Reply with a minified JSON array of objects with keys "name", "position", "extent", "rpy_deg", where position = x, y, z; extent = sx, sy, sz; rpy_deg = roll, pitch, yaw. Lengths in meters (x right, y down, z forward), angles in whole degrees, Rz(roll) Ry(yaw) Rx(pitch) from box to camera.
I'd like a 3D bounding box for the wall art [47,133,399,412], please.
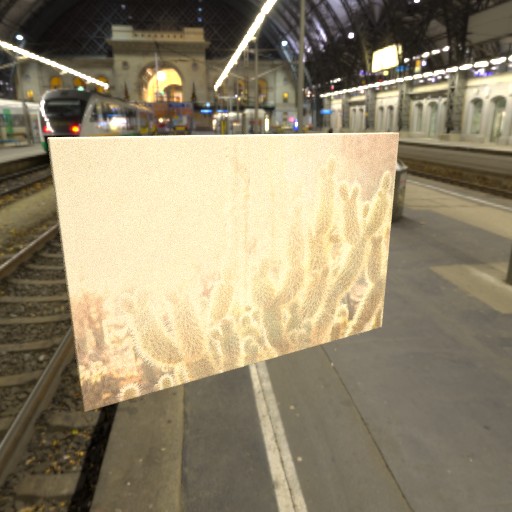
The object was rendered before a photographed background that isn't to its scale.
[{"name":"wall art","position":[0.000,0.000,1.438],"extent":[1.142,0.758,0.041],"rpy_deg":[-9,19,-28]}]
